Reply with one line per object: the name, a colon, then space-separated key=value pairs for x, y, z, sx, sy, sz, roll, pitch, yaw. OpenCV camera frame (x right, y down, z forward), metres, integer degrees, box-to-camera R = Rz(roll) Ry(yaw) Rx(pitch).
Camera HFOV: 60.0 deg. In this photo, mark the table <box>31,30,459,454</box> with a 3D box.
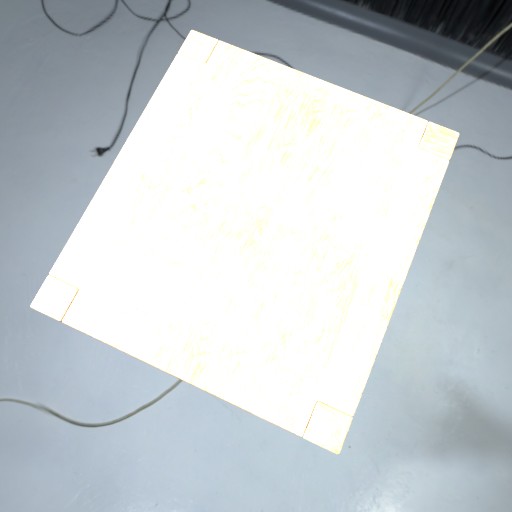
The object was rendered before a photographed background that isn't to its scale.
table: x=0.000 y=0.000 z=0.834 sx=0.440 sy=0.450 sz=0.480 roll=24 pitch=77 yaw=6
